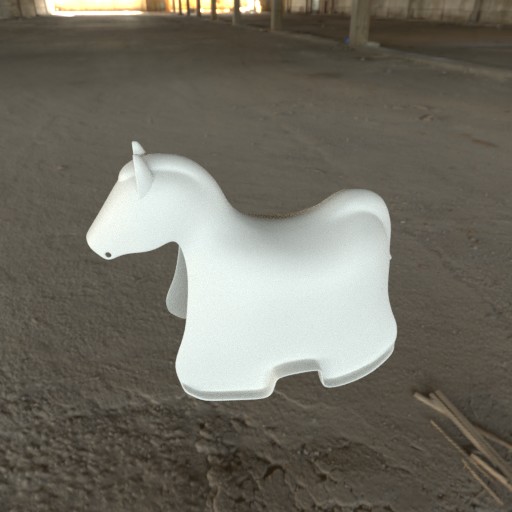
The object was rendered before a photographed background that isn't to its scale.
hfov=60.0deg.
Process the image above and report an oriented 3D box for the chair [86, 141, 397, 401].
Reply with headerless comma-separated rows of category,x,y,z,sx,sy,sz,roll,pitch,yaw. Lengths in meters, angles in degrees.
chair,0.000,0.000,1.155,0.800,0.612,0.429,-7,31,-13
